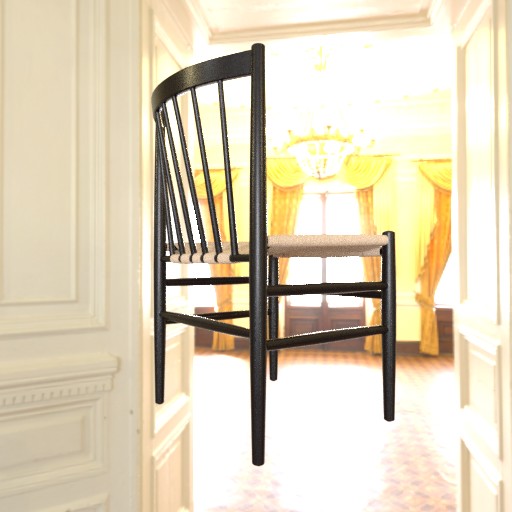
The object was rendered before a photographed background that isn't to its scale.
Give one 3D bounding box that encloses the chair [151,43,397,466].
[{"bbox_3d":[0.000,0.000,1.142,0.516,0.818,0.495,1,-1,-36],"label":"chair"}]
